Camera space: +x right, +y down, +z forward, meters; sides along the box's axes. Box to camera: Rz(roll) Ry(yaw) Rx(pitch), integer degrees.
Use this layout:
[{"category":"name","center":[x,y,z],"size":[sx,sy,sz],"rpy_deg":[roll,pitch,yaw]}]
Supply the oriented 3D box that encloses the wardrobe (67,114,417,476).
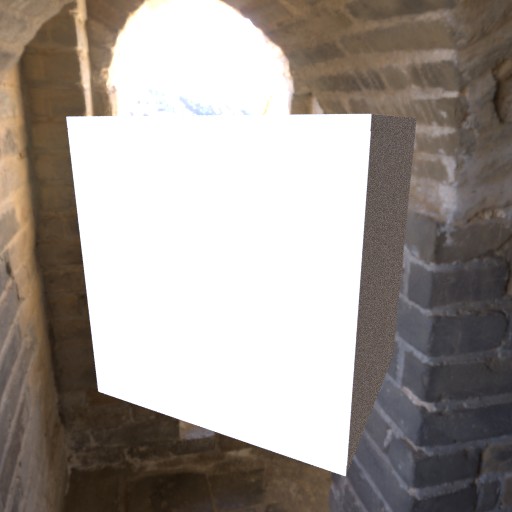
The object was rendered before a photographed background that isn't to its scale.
[{"category":"wardrobe","center":[0.000,0.000,0.870],"size":[0.500,0.520,0.400],"rpy_deg":[8,18,25]}]
